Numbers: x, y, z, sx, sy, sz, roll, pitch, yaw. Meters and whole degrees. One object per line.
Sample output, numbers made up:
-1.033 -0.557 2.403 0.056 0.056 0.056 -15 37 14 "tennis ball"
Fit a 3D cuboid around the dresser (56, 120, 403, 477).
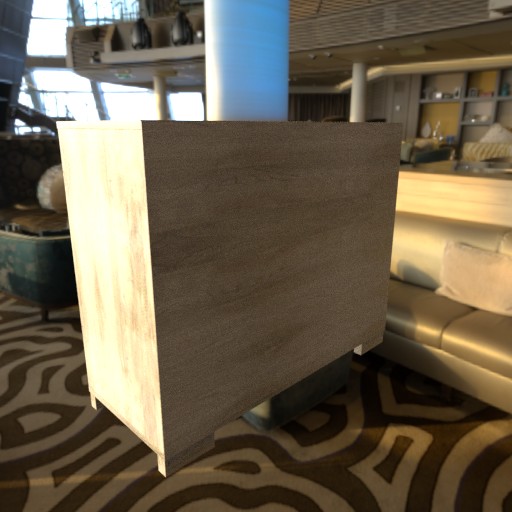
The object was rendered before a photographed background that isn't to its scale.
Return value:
0.000 0.000 1.410 0.994 0.816 0.404 -15 22 -42 "dresser"
